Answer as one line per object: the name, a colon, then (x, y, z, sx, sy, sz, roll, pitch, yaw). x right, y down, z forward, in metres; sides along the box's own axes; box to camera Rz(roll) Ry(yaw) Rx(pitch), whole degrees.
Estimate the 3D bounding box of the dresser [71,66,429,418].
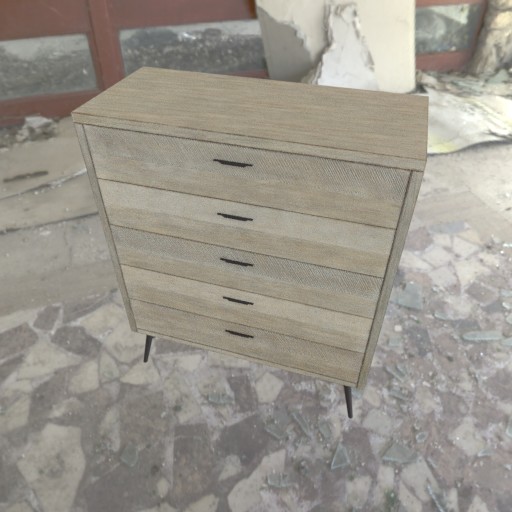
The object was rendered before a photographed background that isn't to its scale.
dresser: (0.000, 0.000, 1.754, 1.016, 1.219, 0.457, 11, 42, 13)
